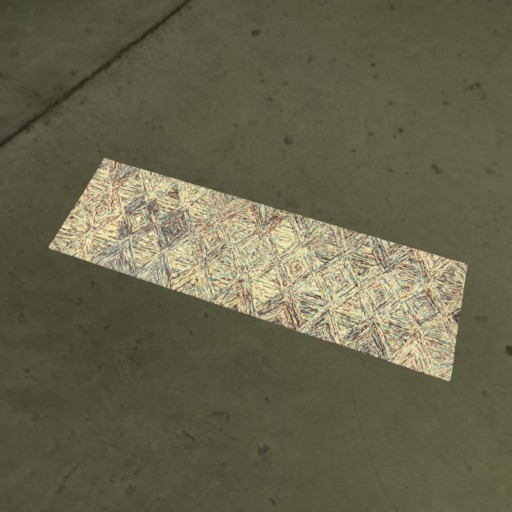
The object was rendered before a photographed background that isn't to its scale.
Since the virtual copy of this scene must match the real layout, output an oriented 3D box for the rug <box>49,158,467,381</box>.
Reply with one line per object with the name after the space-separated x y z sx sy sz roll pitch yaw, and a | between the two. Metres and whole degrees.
0.000 0.000 2.522 2.292 0.015 0.688 17 65 8 | rug
